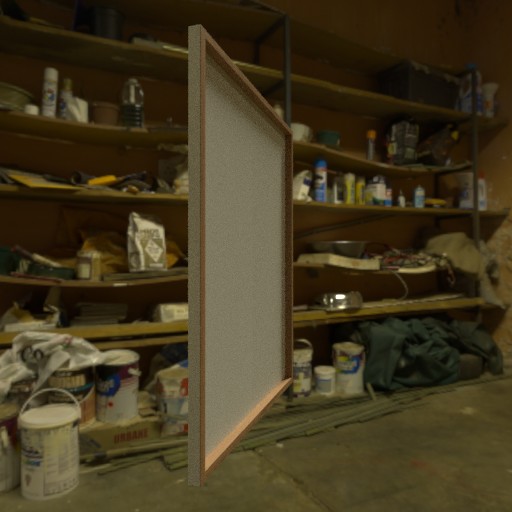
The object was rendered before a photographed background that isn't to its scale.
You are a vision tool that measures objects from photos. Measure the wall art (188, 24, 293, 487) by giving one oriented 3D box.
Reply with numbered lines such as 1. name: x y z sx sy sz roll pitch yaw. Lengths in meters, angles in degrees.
1. wall art: 0.000 0.000 0.973 0.021 0.710 0.609 0 0 18
